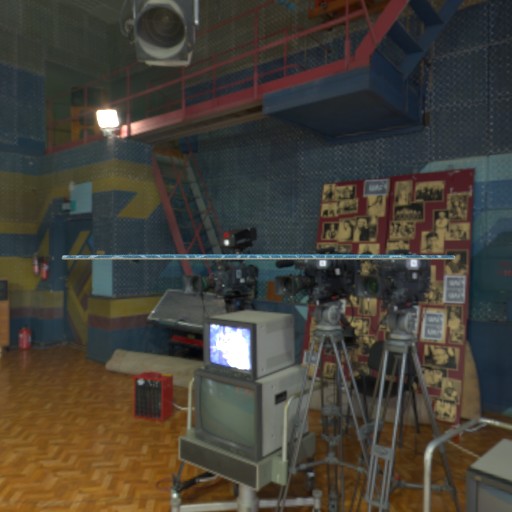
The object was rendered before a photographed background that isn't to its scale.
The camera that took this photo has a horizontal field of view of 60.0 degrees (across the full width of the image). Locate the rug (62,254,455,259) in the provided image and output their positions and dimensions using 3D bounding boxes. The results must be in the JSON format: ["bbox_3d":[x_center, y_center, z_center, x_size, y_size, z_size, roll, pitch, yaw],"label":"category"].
[{"bbox_3d":[0.000,0.000,2.806,1.543,0.015,2.144,0,0,-1],"label":"rug"}]
